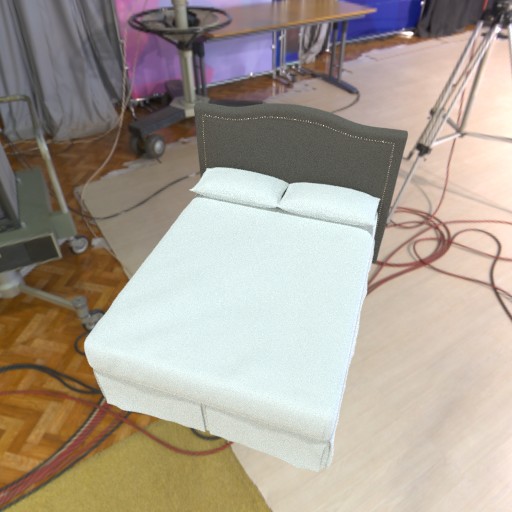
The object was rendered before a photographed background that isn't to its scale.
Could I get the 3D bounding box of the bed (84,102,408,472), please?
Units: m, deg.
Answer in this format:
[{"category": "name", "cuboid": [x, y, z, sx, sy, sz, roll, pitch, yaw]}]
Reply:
[{"category": "bed", "cuboid": [0.000, 0.000, 3.085, 1.666, 1.387, 2.036, 12, 43, 14]}]
